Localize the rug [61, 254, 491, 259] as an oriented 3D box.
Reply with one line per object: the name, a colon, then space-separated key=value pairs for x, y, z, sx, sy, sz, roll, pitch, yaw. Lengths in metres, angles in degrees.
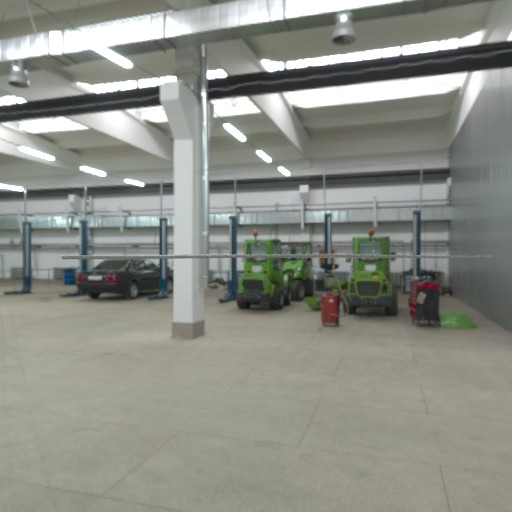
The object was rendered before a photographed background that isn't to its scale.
rug: x=0.000 y=0.000 z=4.225 sx=3.202 sy=0.045 sz=2.434 roll=0 pitch=0 yaw=-18
